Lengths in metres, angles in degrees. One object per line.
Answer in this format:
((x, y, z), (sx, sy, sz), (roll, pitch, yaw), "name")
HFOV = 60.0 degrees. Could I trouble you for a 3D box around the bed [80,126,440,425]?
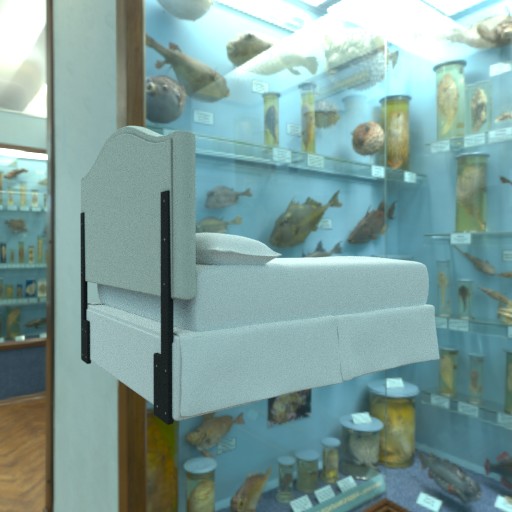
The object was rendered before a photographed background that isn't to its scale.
((0.000, 0.000, 3.408), (2.180, 1.607, 1.813), (0, 1, -36), "bed")
